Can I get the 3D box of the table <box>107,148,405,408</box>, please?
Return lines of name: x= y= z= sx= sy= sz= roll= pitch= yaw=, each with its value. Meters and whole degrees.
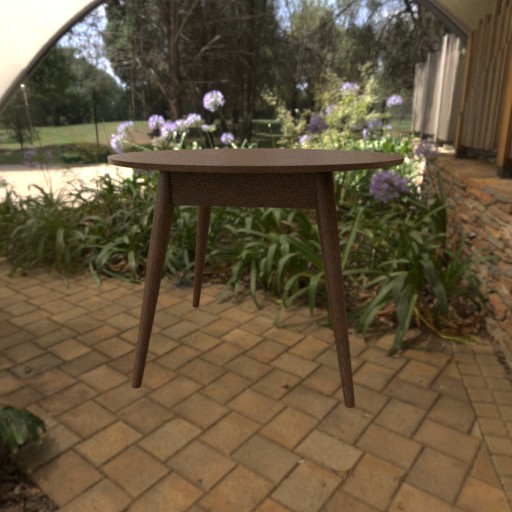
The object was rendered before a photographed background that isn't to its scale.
table: x=0.000 y=0.000 z=1.757 sx=1.053 sy=0.786 sz=1.053 roll=0 pitch=16 yaw=0
